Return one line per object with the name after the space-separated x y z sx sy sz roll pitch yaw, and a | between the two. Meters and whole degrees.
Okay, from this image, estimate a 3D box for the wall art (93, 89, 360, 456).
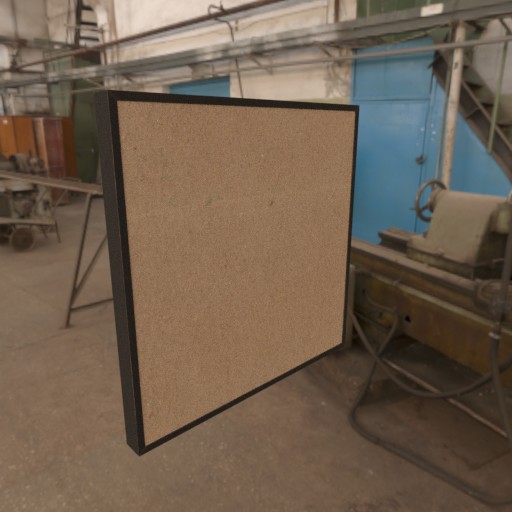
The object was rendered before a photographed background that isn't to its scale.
0.000 0.000 0.763 0.508 0.508 0.038 -14 21 -41 | wall art
